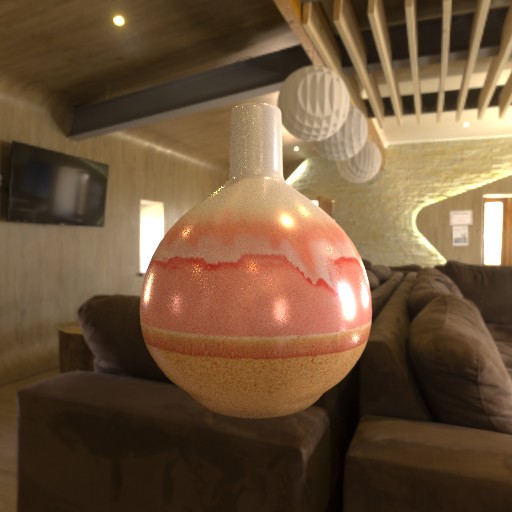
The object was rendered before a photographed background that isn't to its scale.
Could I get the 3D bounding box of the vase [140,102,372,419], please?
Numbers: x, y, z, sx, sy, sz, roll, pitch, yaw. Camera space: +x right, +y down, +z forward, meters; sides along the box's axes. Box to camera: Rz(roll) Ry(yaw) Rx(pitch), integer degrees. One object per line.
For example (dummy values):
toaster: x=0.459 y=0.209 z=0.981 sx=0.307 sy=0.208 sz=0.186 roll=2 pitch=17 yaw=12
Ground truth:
vase: x=0.000 y=0.000 z=0.269 sx=0.137 sy=0.176 sz=0.137 roll=0 pitch=1 yaw=0
